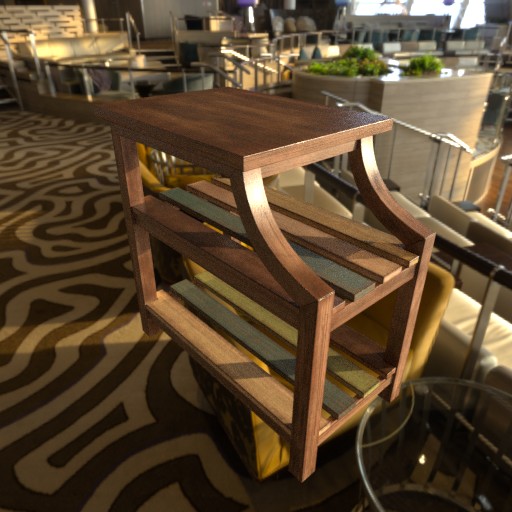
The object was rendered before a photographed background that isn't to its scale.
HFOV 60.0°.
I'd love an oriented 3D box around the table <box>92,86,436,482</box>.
[{"bbox_3d":[0.000,0.000,0.952,0.356,0.584,0.609,-24,37,-35],"label":"table"}]
